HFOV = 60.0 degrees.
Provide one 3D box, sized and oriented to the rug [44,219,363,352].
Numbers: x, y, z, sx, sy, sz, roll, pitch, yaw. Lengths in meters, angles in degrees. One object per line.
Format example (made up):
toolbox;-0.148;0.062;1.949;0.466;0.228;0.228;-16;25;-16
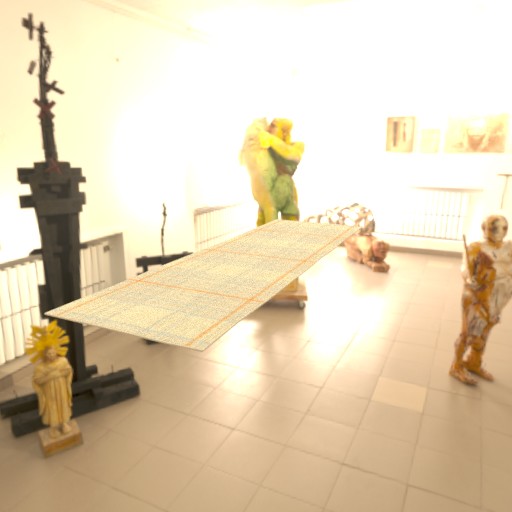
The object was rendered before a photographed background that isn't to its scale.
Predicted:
rug;0.000;0.000;2.730;0.770;0.016;2.442;7;16;25
